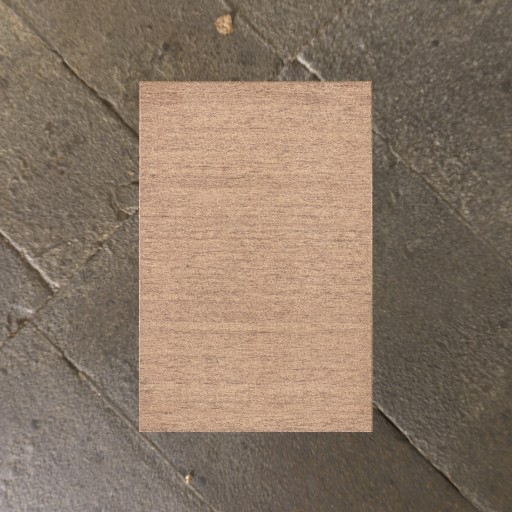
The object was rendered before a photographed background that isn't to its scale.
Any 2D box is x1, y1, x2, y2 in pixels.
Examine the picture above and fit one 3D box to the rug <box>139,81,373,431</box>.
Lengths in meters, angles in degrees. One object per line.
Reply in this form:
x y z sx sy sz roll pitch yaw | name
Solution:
0.000 0.000 2.332 1.225 0.013 1.840 0 90 0 | rug
